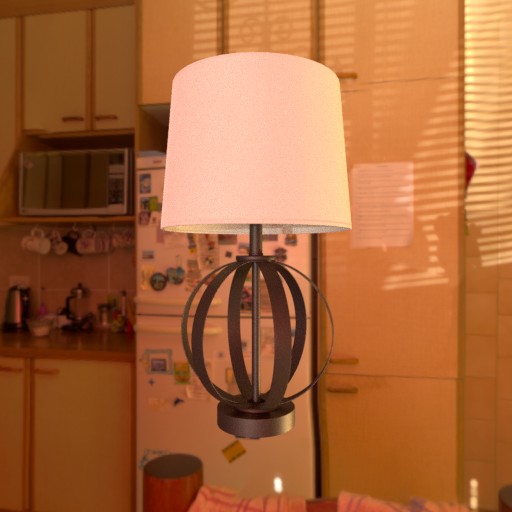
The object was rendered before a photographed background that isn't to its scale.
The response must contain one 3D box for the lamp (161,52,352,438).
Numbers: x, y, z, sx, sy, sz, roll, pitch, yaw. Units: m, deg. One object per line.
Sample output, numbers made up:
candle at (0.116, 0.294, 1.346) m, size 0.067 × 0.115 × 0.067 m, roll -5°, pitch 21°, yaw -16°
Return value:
lamp at (0.000, 0.000, 0.680) m, size 0.286 × 0.510 × 0.286 m, roll 0°, pitch 0°, yaw 0°
